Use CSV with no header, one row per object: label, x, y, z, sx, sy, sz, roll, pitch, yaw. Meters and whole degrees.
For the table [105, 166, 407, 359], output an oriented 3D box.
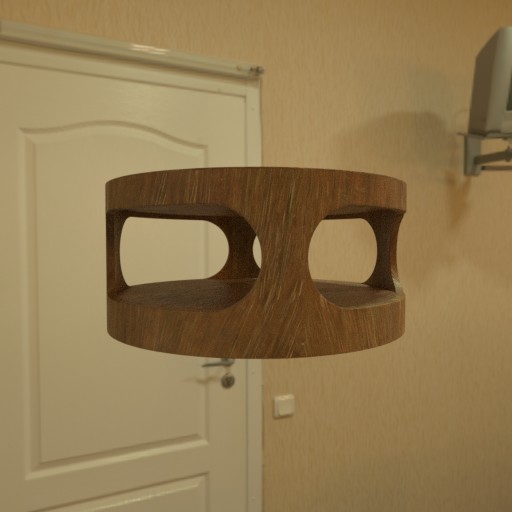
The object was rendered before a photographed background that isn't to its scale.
table,0.000,0.000,1.520,0.974,0.450,0.974,0,2,0
